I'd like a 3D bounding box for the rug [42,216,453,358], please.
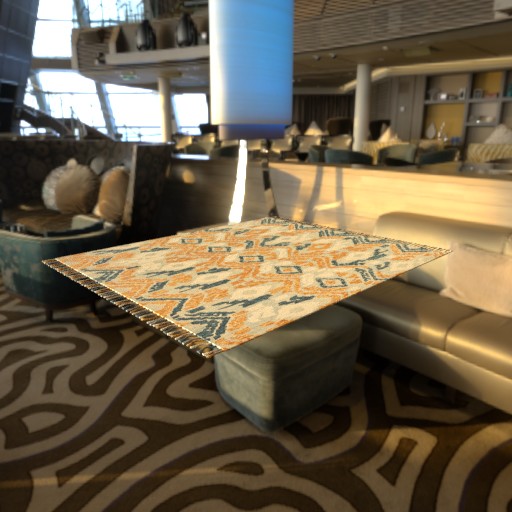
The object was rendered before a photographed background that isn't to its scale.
[{"bbox_3d":[0.000,0.000,4.181,3.048,0.010,2.439,-15,22,-42],"label":"rug"}]
